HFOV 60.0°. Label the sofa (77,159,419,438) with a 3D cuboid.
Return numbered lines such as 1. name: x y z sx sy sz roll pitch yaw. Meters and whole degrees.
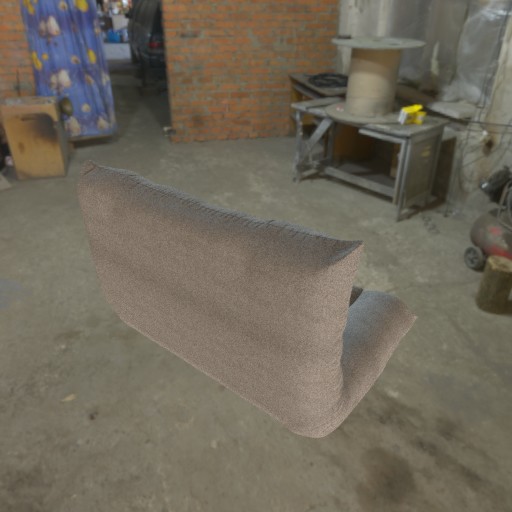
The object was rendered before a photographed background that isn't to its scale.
1. sofa: 0.000 0.000 1.733 1.144 0.795 0.847 22 37 32
